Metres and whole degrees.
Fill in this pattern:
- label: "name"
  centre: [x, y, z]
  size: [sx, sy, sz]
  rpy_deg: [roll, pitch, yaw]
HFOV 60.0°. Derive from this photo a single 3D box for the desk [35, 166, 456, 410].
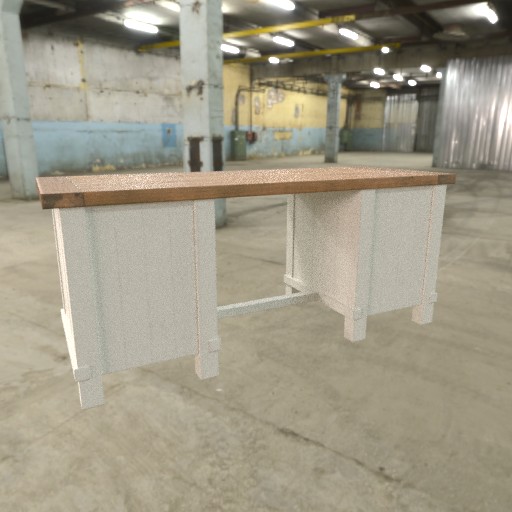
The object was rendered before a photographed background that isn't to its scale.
- label: "desk"
  centre: [0.000, 0.000, 2.124]
  size: [1.803, 0.760, 0.688]
  rpy_deg: [-7, 16, -26]
